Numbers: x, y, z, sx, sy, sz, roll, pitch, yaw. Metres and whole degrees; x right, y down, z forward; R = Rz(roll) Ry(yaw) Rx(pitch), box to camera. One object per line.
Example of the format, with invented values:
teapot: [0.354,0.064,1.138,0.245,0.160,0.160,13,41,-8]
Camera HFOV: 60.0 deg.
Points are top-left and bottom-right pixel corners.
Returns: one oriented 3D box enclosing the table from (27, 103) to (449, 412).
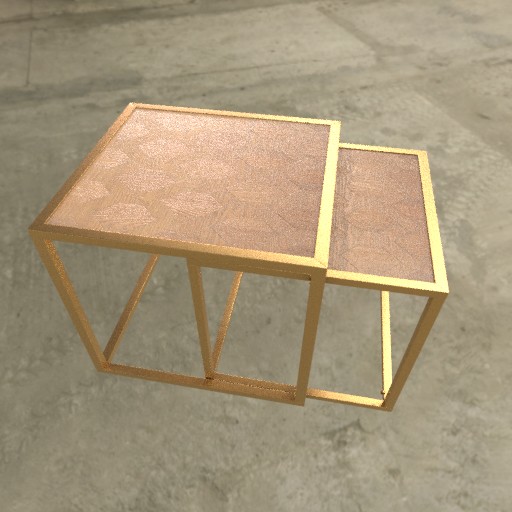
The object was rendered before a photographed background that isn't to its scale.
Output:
table: [0.000,0.000,1.115,0.762,0.505,0.505,7,46,7]
